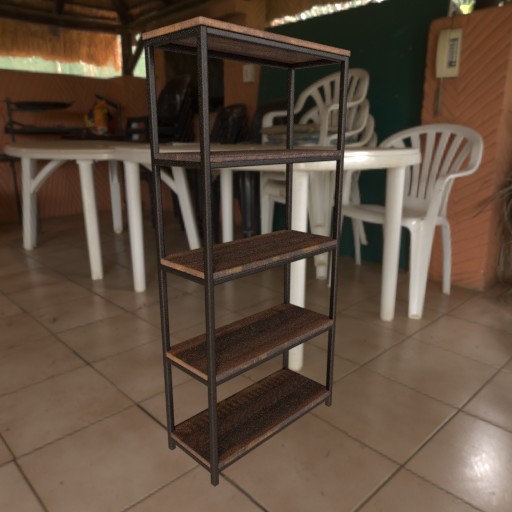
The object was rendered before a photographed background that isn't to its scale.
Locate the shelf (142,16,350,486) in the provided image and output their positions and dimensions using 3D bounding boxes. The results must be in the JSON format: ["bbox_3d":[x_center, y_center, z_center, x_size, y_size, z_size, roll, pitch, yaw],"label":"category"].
[{"bbox_3d":[0.000,0.000,2.114,0.874,1.860,0.359,-15,21,-43],"label":"shelf"}]
